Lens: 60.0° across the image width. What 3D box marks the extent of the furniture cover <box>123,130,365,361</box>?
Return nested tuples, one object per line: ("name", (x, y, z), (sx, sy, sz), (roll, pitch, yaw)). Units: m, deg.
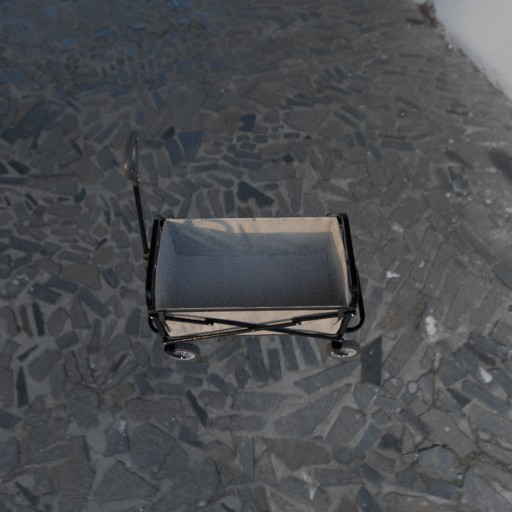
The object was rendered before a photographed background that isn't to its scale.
("furniture cover", (0.000, 0.000, 1.850), (1.038, 1.295, 0.532), (-1, 59, 0))
